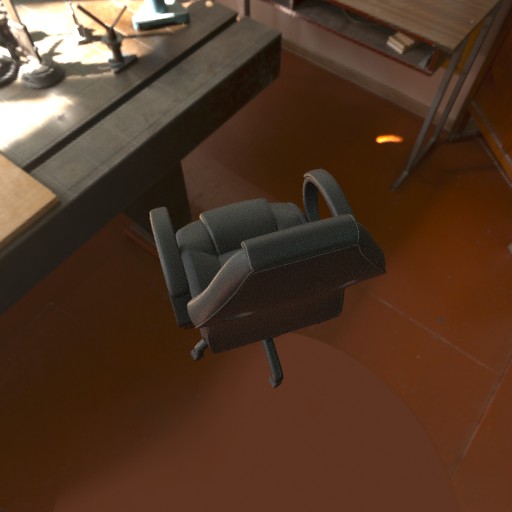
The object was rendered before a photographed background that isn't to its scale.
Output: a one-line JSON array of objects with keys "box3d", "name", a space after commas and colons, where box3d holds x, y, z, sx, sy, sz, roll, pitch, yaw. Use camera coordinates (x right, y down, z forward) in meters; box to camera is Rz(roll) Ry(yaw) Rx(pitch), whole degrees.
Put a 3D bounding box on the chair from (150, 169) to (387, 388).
[{"box3d": [0.000, 0.000, 1.612, 0.673, 1.187, 0.724, -15, 60, -9], "name": "chair"}]
